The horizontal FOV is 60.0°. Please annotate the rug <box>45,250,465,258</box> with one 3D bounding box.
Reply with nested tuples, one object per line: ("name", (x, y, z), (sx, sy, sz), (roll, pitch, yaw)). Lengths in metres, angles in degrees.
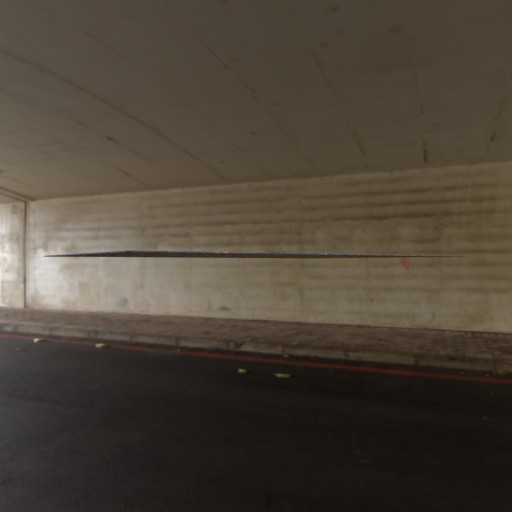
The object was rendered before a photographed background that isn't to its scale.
("rug", (0.000, 0.000, 3.688), (2.896, 0.013, 2.007), (1, -1, -35))
